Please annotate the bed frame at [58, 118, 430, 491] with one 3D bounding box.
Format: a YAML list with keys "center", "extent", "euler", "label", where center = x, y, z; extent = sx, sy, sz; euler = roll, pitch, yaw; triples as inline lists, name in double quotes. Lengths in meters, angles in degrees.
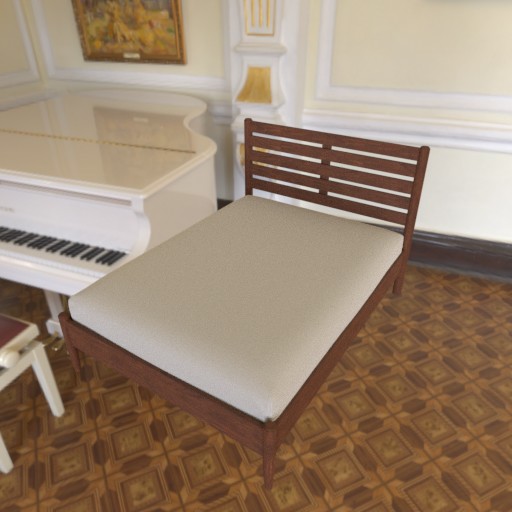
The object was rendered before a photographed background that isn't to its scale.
- center: [0.000, 0.000, 3.207]
  extent: [1.655, 1.321, 2.234]
  euler: [18, 35, 28]
  label: "bed frame"
